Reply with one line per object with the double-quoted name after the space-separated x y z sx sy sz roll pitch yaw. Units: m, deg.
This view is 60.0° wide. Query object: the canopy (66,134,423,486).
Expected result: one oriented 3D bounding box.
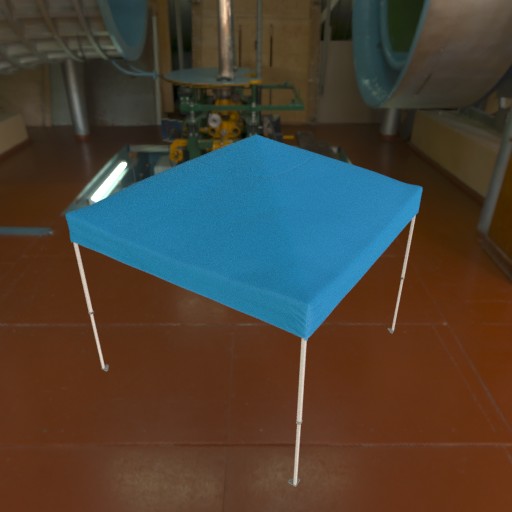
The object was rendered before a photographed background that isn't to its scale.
0.000 0.000 5.497 2.996 2.997 2.998 19 35 29 "canopy"
